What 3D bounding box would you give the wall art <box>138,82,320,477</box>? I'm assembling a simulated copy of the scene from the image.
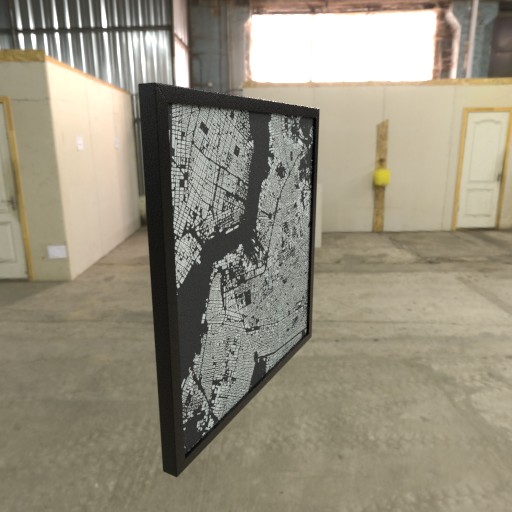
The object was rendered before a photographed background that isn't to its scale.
[{"bbox_3d":[0.000,0.000,1.141,0.038,0.761,0.755,8,17,27],"label":"wall art"}]
